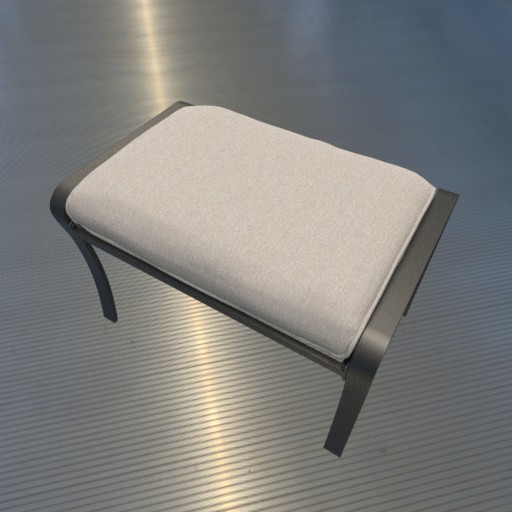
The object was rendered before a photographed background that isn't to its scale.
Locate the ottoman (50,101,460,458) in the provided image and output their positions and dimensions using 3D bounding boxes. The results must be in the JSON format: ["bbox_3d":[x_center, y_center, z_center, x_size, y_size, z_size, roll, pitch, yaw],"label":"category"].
[{"bbox_3d":[0.000,0.000,0.897,0.610,0.422,0.406,25,53,20],"label":"ottoman"}]
